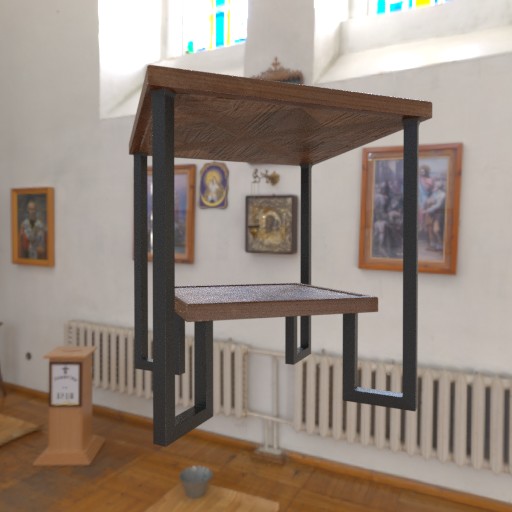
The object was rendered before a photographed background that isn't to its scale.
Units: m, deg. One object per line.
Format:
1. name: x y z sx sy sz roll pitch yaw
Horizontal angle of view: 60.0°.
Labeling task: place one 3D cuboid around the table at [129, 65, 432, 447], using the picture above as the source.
1. table: 0.000 0.000 0.961 0.503 0.563 0.503 0 1 -19
